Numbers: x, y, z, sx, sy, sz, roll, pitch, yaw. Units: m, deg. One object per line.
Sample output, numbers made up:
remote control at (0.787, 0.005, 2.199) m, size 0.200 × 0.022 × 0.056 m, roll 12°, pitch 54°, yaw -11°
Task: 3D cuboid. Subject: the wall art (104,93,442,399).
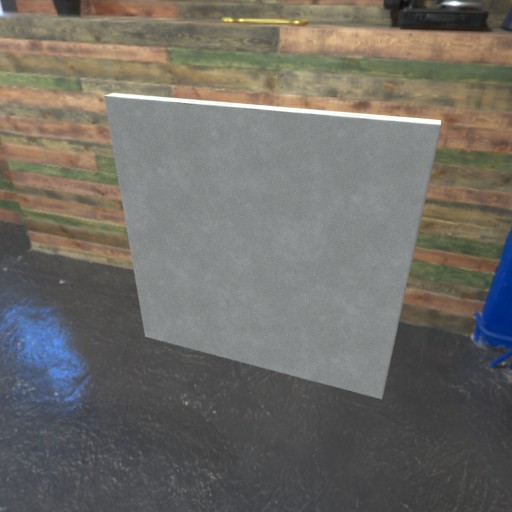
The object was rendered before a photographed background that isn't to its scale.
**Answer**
wall art at (0.000, 0.000, 0.463) m, size 0.303 × 0.303 × 0.015 m, roll 11°, pitch 33°, yaw 17°
